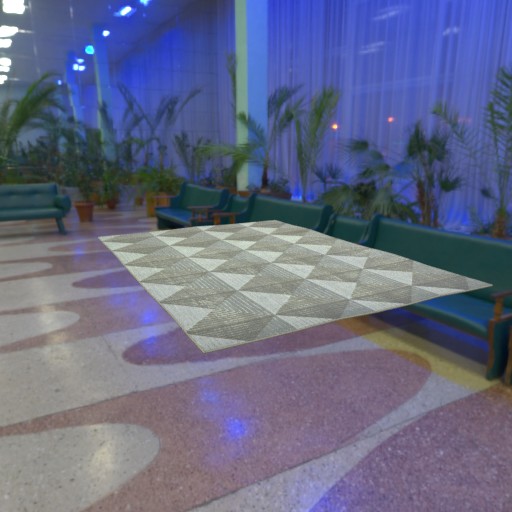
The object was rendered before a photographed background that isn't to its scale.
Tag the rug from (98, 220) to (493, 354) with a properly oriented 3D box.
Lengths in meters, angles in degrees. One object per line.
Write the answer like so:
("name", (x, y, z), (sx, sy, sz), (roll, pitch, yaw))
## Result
("rug", (0.000, 0.000, 4.336), (2.428, 0.027, 3.333), (-8, 16, -27))
